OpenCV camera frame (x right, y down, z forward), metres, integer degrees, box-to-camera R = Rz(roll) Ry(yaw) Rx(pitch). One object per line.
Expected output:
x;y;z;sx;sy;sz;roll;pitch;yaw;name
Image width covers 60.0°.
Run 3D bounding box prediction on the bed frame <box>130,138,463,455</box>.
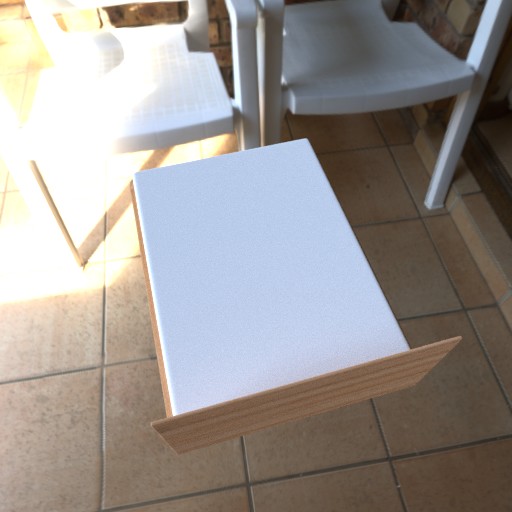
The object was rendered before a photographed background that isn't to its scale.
0.000;0.000;2.891;1.472;0.940;1.992;-13;58;-8;bed frame
